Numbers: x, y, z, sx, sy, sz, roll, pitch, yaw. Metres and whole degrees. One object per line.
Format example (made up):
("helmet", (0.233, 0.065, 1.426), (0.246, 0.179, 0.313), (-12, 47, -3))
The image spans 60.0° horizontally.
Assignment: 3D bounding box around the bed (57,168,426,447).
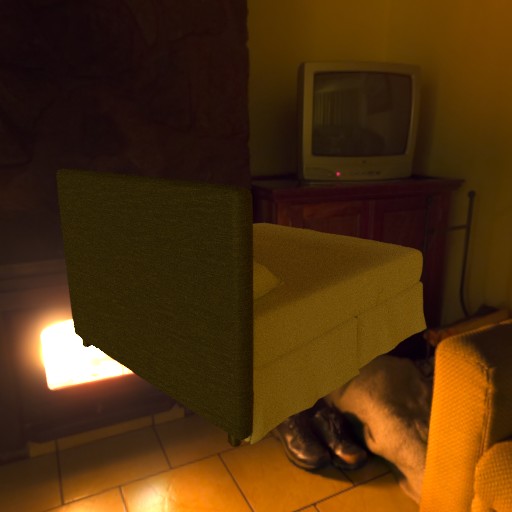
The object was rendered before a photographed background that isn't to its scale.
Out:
("bed", (0.000, 0.000, 3.354), (1.884, 1.330, 2.142), (14, 20, 42))
